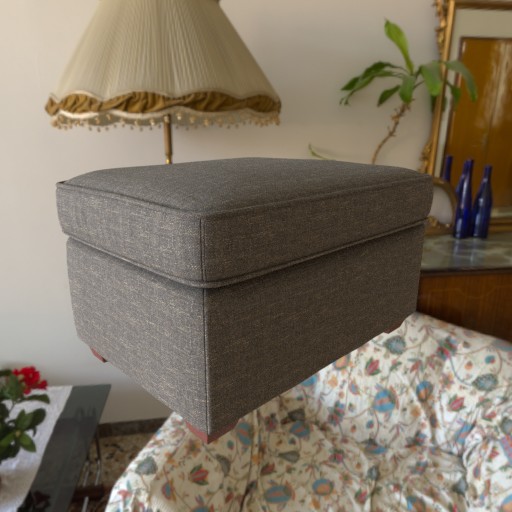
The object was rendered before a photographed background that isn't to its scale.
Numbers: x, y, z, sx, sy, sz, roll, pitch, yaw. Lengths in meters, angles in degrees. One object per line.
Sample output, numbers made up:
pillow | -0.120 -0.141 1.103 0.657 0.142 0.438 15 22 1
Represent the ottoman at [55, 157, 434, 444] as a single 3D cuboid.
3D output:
ottoman | 0.000 0.000 1.064 0.749 0.450 0.549 -15 22 -42
